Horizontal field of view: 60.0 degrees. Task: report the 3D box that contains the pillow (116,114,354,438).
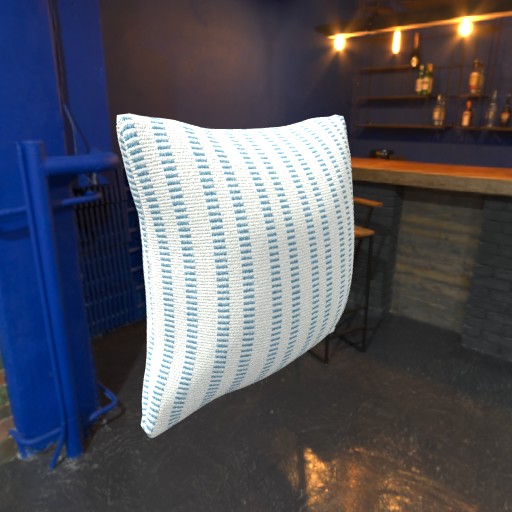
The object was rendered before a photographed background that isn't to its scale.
[{"bbox_3d":[0.000,0.000,0.687,0.247,0.419,0.438,16,24,41],"label":"pillow"}]
